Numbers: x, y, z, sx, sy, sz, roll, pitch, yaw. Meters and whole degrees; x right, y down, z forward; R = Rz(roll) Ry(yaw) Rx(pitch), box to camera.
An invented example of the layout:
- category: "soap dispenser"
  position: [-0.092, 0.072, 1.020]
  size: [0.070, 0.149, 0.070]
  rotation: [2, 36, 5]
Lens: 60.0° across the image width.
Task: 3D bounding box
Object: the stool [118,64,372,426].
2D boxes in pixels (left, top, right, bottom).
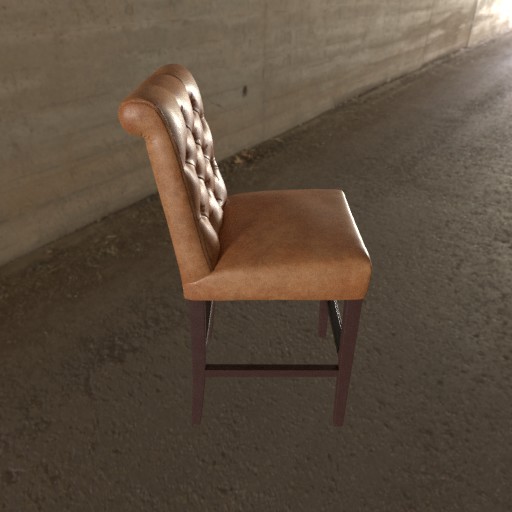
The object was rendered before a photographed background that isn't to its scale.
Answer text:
- category: "stool"
  position: [0.000, 0.000, 1.376]
  size: [0.601, 1.047, 0.493]
  rotation: [0, 32, 0]
